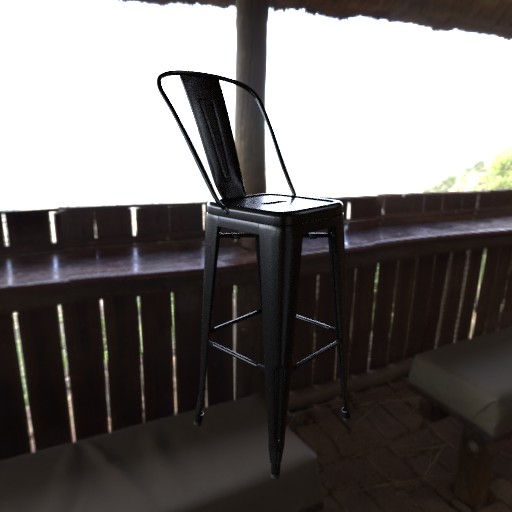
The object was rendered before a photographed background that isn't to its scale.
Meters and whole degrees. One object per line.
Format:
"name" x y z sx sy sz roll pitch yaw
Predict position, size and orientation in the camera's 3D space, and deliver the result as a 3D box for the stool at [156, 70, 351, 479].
"stool" 0.000 0.000 1.355 0.513 1.096 0.399 14 21 42
